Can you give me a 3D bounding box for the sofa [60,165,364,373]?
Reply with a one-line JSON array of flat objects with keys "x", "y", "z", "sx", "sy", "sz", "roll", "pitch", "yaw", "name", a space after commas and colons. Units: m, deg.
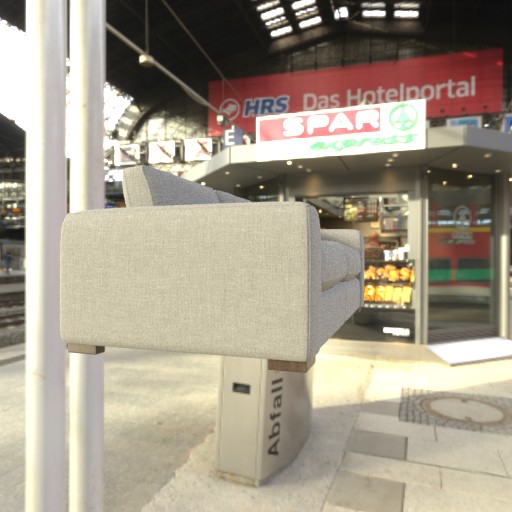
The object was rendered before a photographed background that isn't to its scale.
[{"x": 0.000, "y": 0.000, "z": 2.529, "sx": 1.069, "sy": 0.800, "sz": 1.920, "roll": 0, "pitch": 0, "yaw": 19, "name": "sofa"}]
